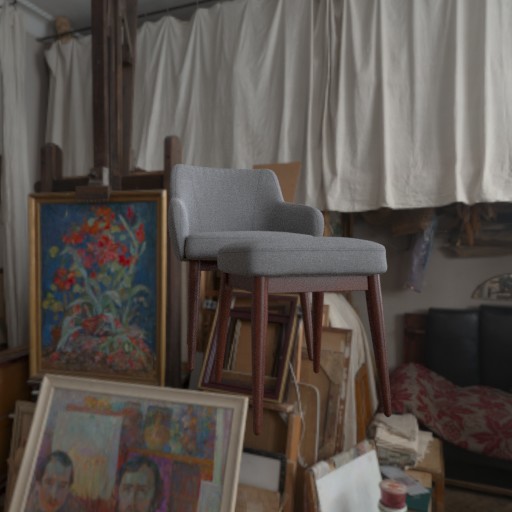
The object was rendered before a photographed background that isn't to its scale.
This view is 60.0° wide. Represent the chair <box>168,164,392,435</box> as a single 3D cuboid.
[{"bbox_3d":[0.000,0.000,1.580,0.584,0.799,1.107,0,1,-18],"label":"chair"}]
